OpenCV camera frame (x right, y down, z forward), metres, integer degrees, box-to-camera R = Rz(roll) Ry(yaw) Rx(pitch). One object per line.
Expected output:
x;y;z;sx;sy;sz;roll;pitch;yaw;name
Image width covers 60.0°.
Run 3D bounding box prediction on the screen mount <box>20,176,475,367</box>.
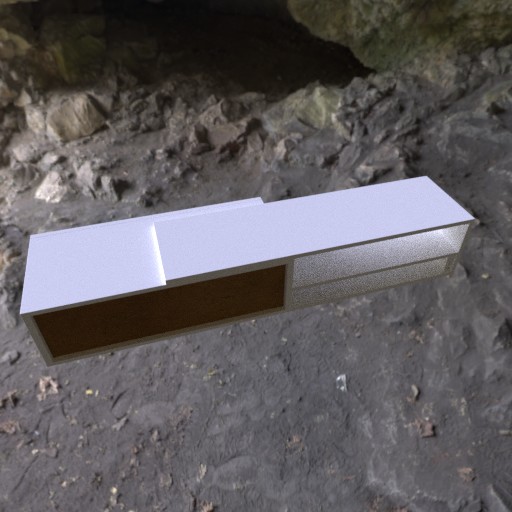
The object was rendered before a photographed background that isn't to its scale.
0.000;0.000;1.823;1.680;0.320;0.420;-11;42;-12;screen mount
